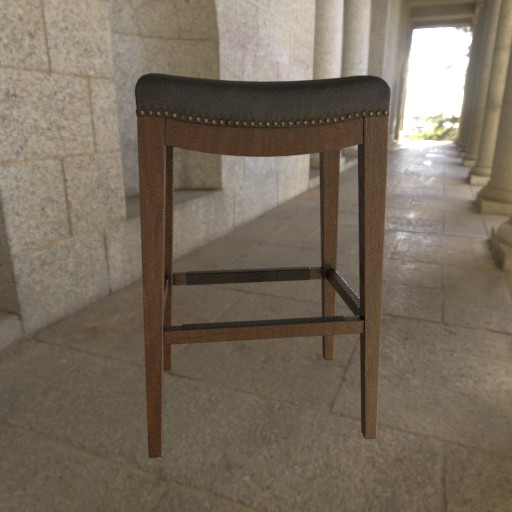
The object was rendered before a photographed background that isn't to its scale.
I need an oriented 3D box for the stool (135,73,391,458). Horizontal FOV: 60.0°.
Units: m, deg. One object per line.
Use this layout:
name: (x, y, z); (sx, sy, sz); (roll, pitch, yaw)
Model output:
stool: (0.000, 0.000, 1.017); (0.500, 0.765, 0.361); (-2, 18, -7)
